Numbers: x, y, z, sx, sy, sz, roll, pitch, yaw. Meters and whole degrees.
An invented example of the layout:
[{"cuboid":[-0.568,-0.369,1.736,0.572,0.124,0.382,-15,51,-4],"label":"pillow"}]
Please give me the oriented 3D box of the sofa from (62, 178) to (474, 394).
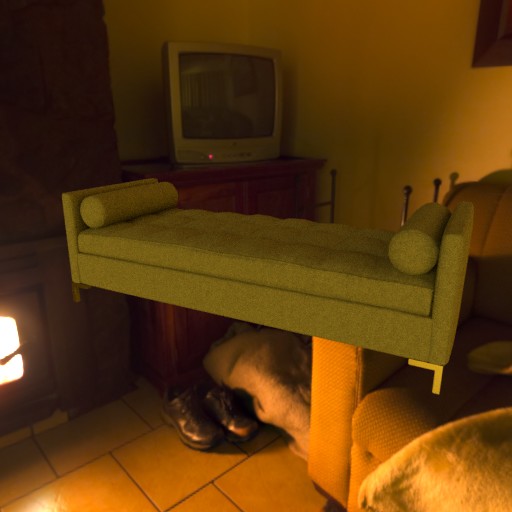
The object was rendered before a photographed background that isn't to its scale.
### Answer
[{"cuboid":[0.000,0.000,2.455,2.102,0.657,0.797,9,19,26],"label":"sofa"}]
